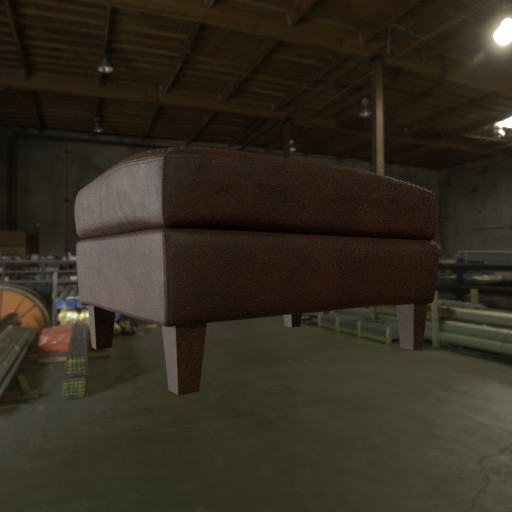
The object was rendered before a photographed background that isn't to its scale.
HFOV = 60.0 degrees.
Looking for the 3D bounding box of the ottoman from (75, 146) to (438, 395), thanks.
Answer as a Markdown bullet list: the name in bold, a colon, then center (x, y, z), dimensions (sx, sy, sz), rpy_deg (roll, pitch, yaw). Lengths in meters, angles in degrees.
- **ottoman**: center (0.000, 0.000, 1.277), dimensions (0.887, 0.527, 0.659), rpy_deg (1, -1, -36)
